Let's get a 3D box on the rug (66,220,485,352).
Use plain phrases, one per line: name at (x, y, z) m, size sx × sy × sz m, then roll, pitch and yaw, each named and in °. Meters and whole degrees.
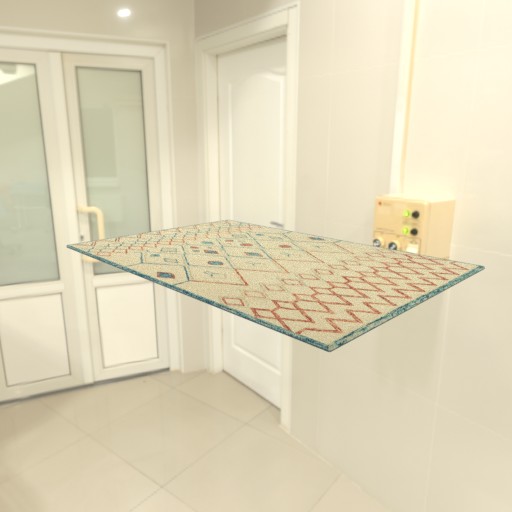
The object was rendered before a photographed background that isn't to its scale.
rug at (0.000, 0.000, 2.295) m, size 1.219 × 0.016 × 1.829 m, roll -14°, pitch 20°, yaw -43°
